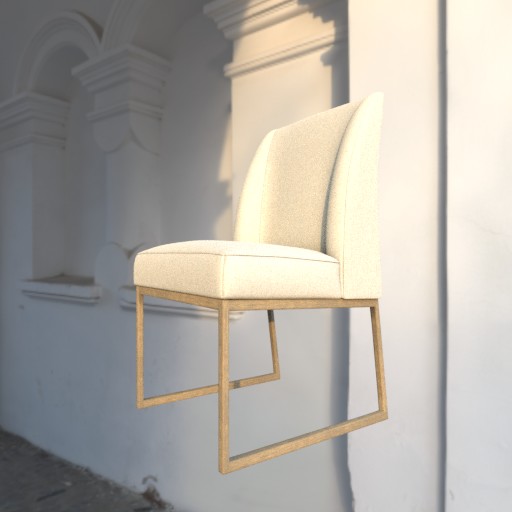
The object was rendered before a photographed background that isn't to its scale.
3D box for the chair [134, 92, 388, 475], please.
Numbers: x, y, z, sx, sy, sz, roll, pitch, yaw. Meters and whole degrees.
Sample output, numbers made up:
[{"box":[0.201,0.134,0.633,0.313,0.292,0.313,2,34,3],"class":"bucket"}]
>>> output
[{"box":[0.000,0.000,1.210,0.522,0.863,0.508,0,0,-36],"class":"chair"}]
